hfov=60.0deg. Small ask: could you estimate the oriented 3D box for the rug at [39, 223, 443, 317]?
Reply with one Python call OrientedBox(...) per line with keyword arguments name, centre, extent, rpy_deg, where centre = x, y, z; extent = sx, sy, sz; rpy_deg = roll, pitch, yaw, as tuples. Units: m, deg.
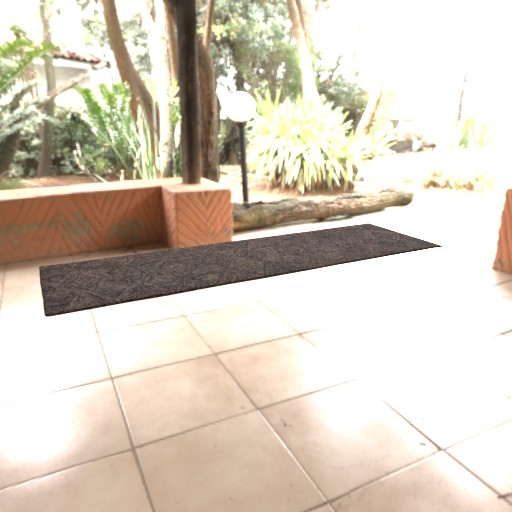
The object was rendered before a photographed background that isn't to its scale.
OrientedBox(name="rug", centre=(0.000, 0.000, 2.613), extent=(2.305, 0.013, 0.719), rpy_deg=(-9, 20, -26))
